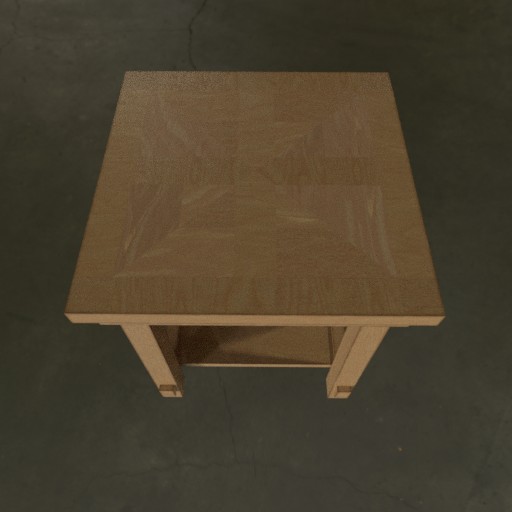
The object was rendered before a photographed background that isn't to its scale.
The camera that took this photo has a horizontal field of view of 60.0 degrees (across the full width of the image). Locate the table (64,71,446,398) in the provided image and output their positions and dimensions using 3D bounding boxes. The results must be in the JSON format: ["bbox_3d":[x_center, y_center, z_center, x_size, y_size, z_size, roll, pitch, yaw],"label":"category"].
[{"bbox_3d":[0.000,0.000,1.139,0.610,0.638,0.612,0,58,0],"label":"table"}]
